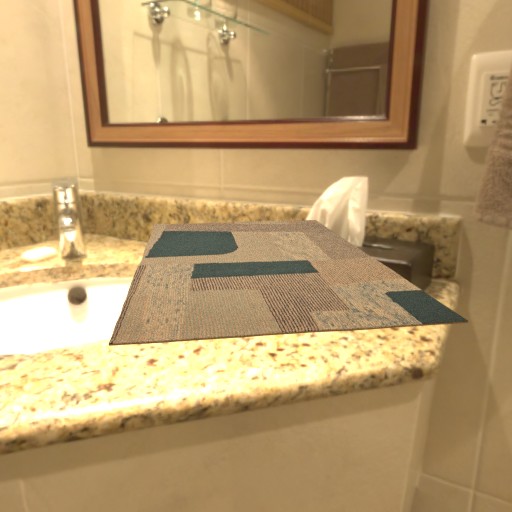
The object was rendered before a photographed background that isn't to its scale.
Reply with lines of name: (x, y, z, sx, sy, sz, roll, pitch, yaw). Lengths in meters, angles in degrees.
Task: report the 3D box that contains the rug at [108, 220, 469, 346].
rug: (0.000, 0.000, 2.983, 1.521, 0.015, 2.436, -2, 15, -8)
